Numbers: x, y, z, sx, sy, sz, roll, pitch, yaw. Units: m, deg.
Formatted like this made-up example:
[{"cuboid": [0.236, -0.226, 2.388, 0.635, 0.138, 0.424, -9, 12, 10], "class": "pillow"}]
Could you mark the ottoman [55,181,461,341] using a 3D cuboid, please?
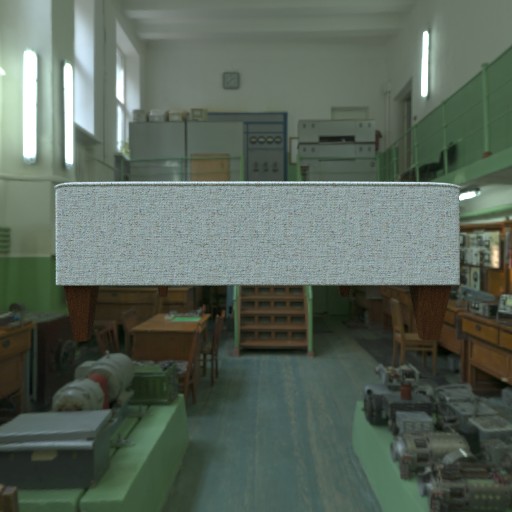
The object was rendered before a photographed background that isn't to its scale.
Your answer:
[{"cuboid": [0.000, 0.000, 1.213, 0.736, 0.303, 0.835, 0, 1, -1], "class": "ottoman"}]
